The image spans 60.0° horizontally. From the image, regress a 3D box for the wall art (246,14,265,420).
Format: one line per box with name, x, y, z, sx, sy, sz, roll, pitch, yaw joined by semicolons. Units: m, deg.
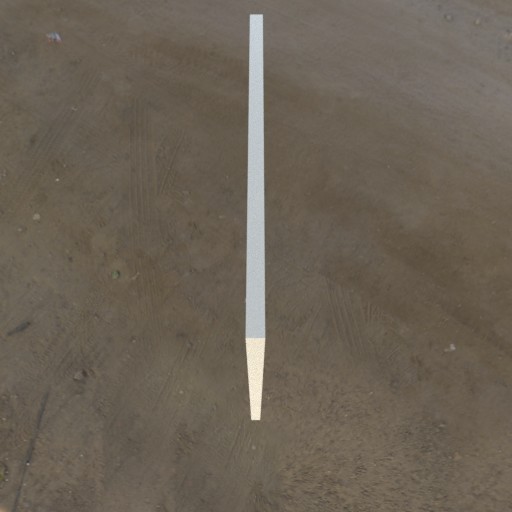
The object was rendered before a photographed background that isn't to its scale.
wall art;0.000;0.000;1.090;0.026;0.811;0.661;0;63;0
